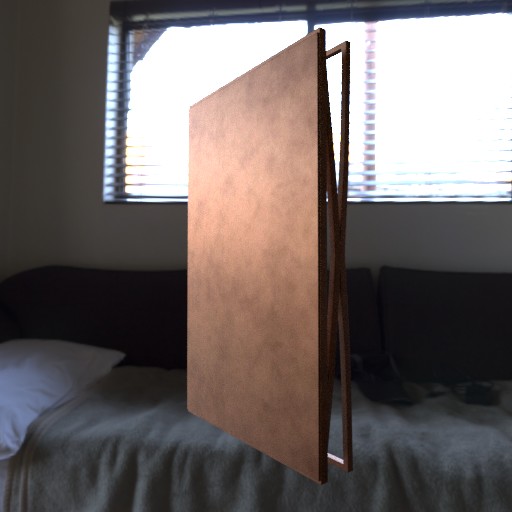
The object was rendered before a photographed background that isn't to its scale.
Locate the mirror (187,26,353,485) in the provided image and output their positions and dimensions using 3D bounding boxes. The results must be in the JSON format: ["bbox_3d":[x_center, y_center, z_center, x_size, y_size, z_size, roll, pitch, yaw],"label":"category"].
[{"bbox_3d":[0.000,0.000,0.952,0.082,0.768,0.468,1,-2,-37],"label":"mirror"}]
